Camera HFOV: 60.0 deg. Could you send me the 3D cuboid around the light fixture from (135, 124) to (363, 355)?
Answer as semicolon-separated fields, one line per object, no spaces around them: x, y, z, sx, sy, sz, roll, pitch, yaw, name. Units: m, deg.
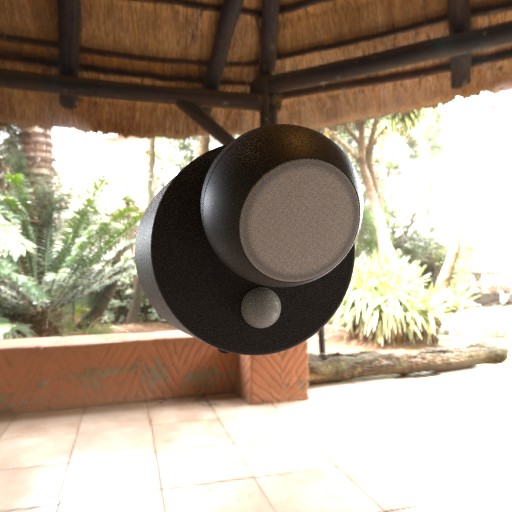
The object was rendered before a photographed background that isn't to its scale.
0.000;0.000;0.263;0.134;0.143;0.160;1;-2;-17;light fixture
